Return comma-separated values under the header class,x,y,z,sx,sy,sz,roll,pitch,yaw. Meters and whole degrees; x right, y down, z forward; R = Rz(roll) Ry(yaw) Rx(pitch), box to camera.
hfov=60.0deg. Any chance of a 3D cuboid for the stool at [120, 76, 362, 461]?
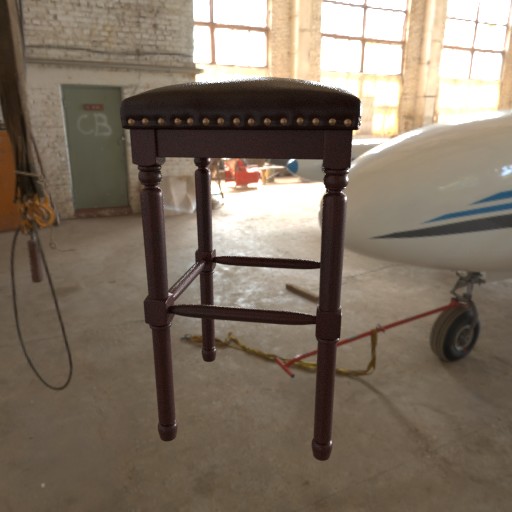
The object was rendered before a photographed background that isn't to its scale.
class,x,y,z,sx,sy,sz,roll,pitch,yaw
stool,0.000,0.000,0.938,0.382,0.702,0.383,3,17,9
